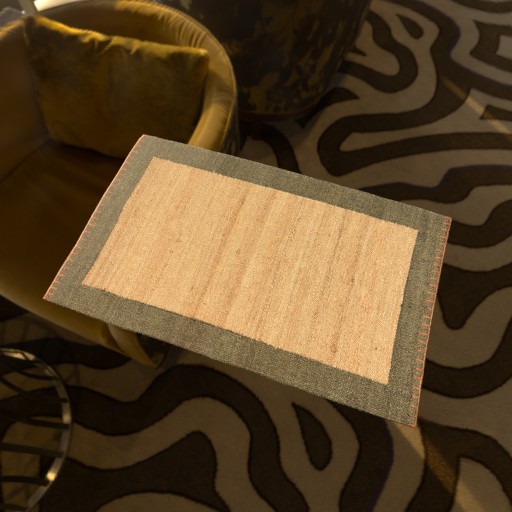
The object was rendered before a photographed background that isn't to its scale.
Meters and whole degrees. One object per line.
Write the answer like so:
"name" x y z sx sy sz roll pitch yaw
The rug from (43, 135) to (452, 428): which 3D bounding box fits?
"rug" 0.000 0.000 3.015 2.435 0.006 1.521 17 64 9
